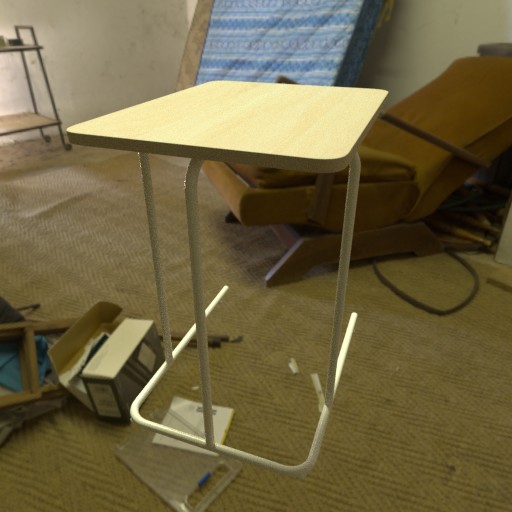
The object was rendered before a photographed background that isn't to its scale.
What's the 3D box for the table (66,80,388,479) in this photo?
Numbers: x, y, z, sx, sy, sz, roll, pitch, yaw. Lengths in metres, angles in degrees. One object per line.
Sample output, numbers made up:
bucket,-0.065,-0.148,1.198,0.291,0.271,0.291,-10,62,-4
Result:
table,0.000,0.000,0.844,0.370,0.550,0.480,10,31,18
